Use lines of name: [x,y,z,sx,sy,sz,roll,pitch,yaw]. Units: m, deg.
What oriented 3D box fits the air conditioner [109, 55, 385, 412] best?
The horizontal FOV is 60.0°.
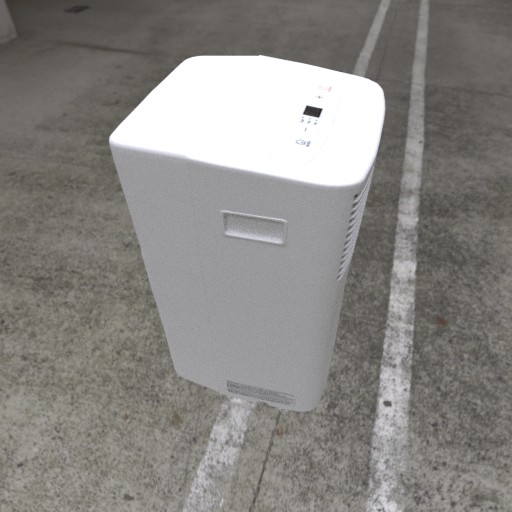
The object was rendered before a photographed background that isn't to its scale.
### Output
air conditioner: [0.000,0.000,0.818,0.349,0.606,0.304,12,47,11]
